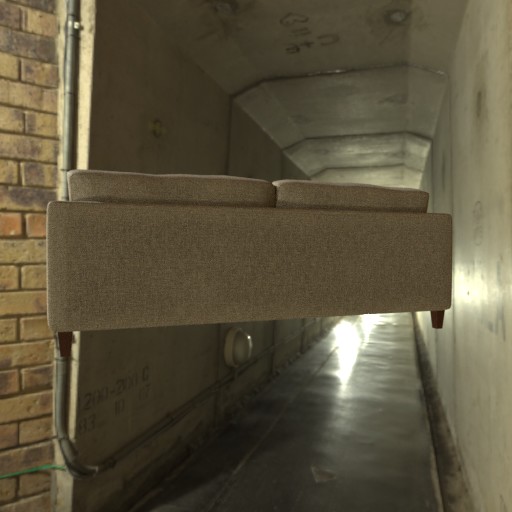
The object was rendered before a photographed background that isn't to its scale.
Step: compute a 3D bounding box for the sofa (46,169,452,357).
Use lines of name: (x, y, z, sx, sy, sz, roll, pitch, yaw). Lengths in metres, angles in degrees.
sofa: (0.000, 0.000, 2.925, 2.434, 0.951, 0.948, 0, 1, -19)
